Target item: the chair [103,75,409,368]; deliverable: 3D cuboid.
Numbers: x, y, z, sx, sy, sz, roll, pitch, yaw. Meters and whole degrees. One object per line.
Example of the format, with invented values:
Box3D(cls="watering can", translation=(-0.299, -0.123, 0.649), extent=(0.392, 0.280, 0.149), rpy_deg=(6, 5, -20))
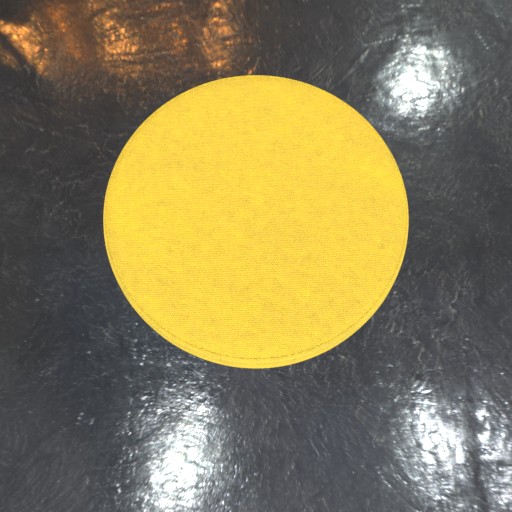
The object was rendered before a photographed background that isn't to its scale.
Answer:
Box3D(cls="chair", translation=(0.000, 0.000, 0.694), extent=(0.345, 0.455, 0.345), rpy_deg=(-1, 75, 0))
